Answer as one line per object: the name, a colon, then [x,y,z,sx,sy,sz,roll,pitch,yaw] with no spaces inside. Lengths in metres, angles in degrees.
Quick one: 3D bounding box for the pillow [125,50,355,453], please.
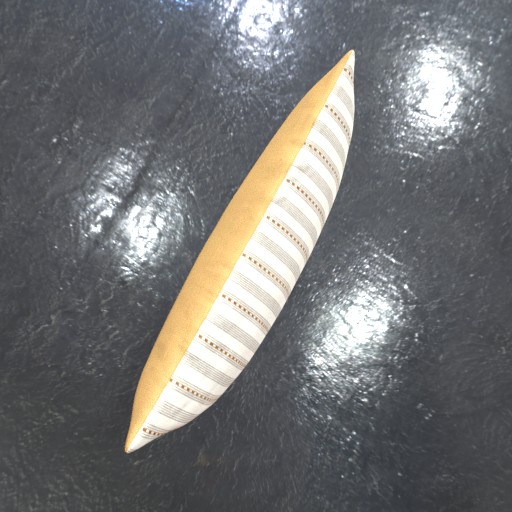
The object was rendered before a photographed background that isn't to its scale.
pillow: [0.000,0.000,0.707,0.151,0.291,0.608,28,78,6]
